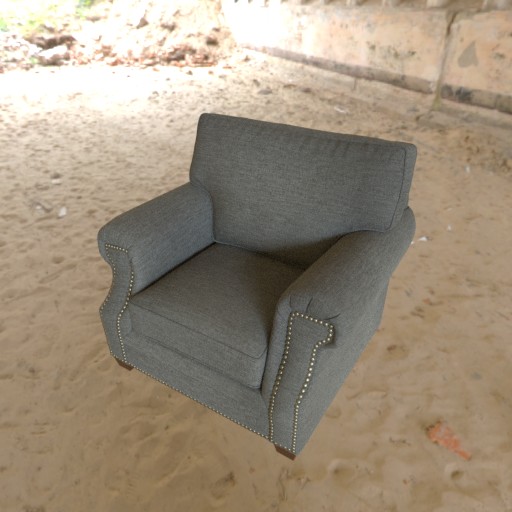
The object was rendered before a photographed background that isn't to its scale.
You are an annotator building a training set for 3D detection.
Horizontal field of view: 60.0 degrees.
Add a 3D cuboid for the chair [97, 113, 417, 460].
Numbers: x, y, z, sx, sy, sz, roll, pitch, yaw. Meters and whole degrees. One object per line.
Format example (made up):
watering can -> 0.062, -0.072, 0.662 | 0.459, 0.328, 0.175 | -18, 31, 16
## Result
chair -> 0.000, 0.000, 1.843 | 1.092, 0.961, 0.965 | 18, 35, 27
